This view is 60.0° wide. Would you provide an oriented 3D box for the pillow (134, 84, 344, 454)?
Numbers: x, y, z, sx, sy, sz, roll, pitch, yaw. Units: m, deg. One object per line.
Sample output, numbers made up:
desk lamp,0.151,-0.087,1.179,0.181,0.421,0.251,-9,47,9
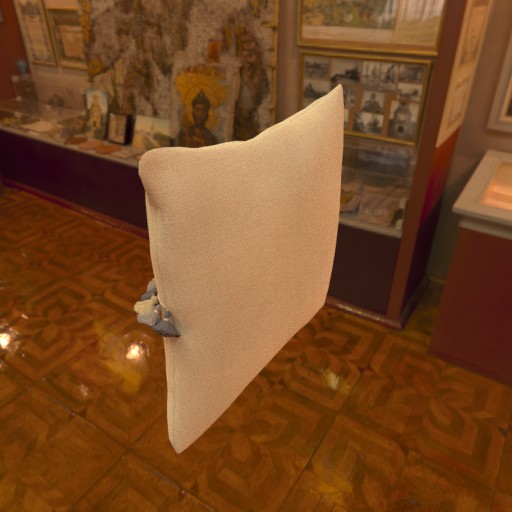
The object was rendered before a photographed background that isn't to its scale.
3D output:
pillow,0.000,0.000,0.742,0.165,0.481,0.489,21,37,30
